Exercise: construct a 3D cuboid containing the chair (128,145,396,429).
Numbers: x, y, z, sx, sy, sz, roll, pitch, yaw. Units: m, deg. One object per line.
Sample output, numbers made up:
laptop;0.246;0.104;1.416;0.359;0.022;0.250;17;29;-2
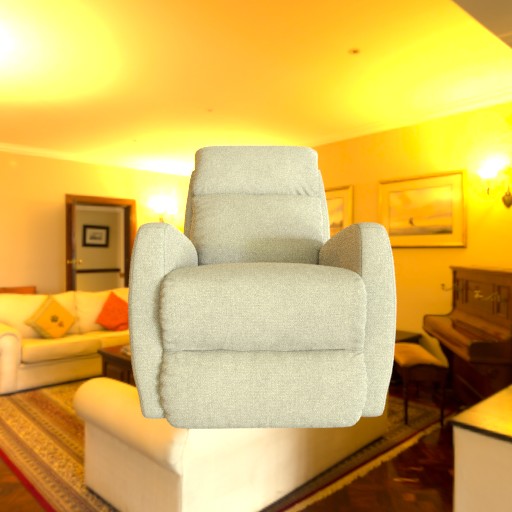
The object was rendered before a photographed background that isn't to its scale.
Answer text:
chair;0.000;0.000;1.686;0.812;1.015;0.941;0;0;-1
